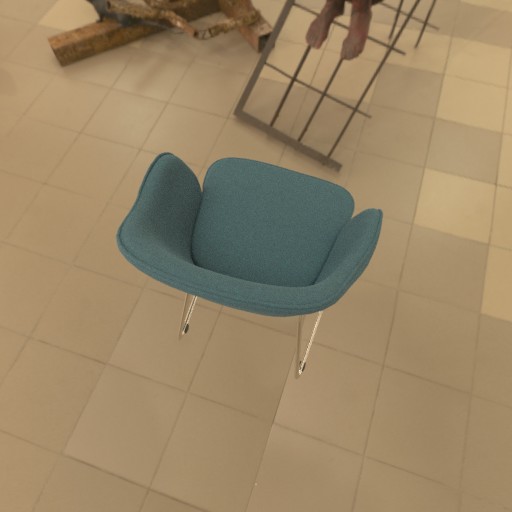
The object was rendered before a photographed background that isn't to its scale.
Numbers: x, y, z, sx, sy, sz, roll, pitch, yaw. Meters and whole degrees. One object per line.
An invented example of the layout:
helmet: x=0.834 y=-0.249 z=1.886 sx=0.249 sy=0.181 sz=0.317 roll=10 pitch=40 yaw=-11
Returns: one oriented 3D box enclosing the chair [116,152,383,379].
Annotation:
chair: x=0.000 y=0.000 z=1.225 sx=0.570 sy=0.815 sz=0.585 roll=17 pitch=64 yaw=8
